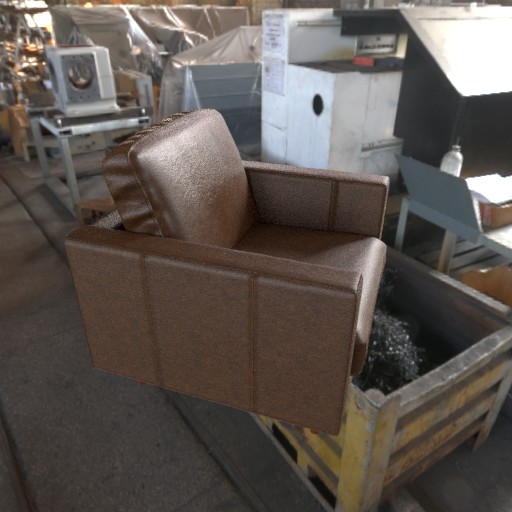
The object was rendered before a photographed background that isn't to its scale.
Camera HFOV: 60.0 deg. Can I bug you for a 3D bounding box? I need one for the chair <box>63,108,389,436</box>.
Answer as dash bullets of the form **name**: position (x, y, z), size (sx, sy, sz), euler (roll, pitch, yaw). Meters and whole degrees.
- **chair**: position (0.000, 0.000, 1.646), size (0.909, 0.956, 0.890), euler (10, 31, 17)
